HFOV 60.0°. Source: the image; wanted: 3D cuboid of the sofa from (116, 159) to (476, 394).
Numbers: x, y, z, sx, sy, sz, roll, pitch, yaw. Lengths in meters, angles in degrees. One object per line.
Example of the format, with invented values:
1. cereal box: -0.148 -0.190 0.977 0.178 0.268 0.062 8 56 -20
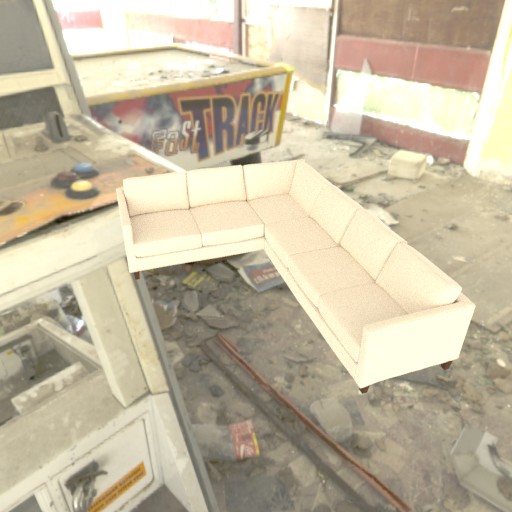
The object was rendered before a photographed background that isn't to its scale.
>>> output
1. sofa: 0.000 0.000 4.397 2.432 0.863 3.182 -10 33 -16
